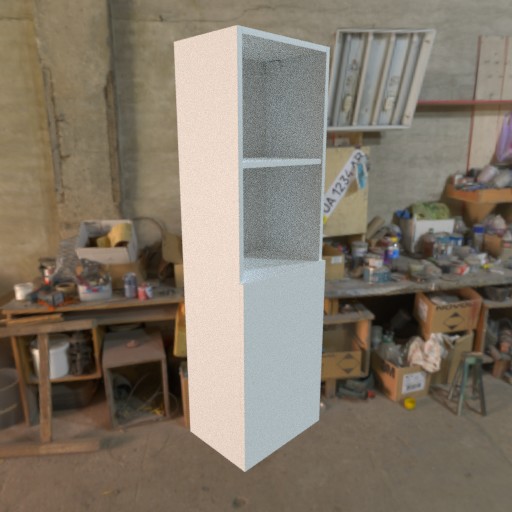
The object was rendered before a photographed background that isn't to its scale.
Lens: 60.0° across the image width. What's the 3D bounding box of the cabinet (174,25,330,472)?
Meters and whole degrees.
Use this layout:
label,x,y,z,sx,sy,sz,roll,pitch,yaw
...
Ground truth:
label,x,y,z,sx,sy,sz,roll,pitch,yaw
cabinet,0.000,0.000,1.537,0.400,1.350,0.300,-14,20,-43
